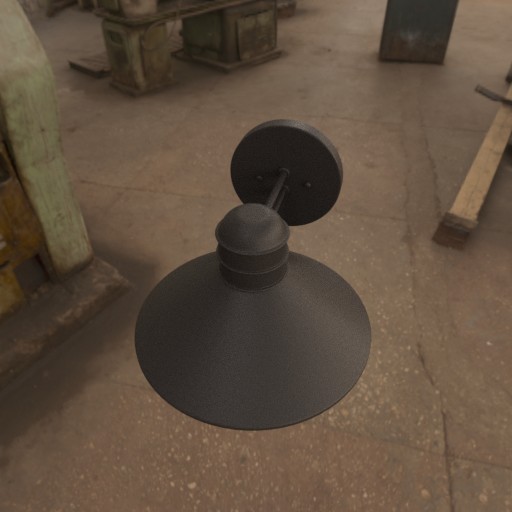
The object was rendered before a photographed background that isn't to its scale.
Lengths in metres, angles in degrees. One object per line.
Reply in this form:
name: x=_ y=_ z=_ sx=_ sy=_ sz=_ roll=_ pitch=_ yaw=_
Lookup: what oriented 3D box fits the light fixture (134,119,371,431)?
light fixture: x=0.000 y=0.000 z=0.689 sx=0.396 sy=0.265 sz=0.434 roll=10 pitch=41 yaw=12
